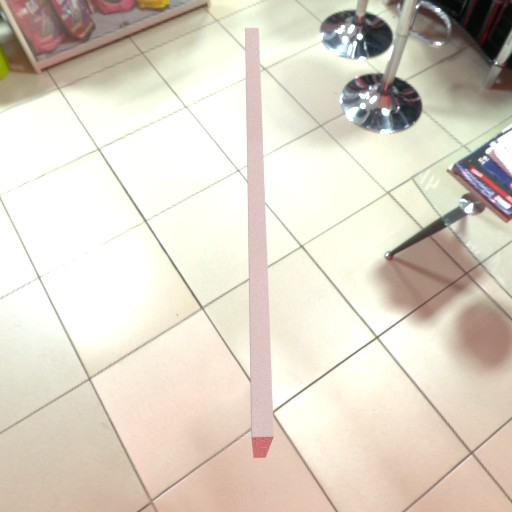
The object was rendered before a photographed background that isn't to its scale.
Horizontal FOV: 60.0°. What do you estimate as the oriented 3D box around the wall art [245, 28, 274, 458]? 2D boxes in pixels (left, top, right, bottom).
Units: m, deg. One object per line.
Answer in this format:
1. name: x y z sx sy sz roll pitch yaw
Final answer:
1. wall art: 0.000 0.000 1.124 0.033 0.617 0.906 -1 63 -1
